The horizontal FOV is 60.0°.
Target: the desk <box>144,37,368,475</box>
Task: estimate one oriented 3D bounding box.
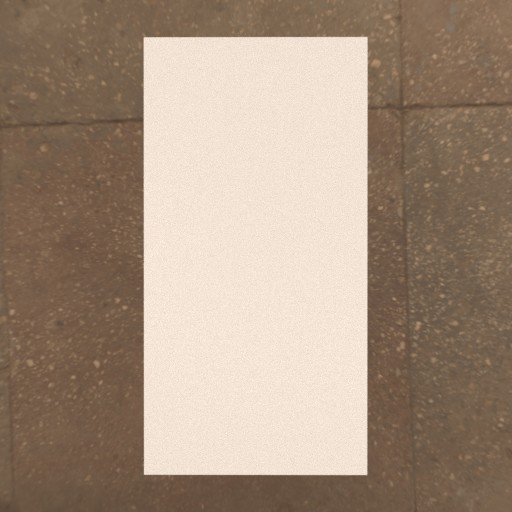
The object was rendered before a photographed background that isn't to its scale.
[{"bbox_3d":[0.000,0.000,1.477,0.560,0.735,1.097,0,90,0],"label":"desk"}]
